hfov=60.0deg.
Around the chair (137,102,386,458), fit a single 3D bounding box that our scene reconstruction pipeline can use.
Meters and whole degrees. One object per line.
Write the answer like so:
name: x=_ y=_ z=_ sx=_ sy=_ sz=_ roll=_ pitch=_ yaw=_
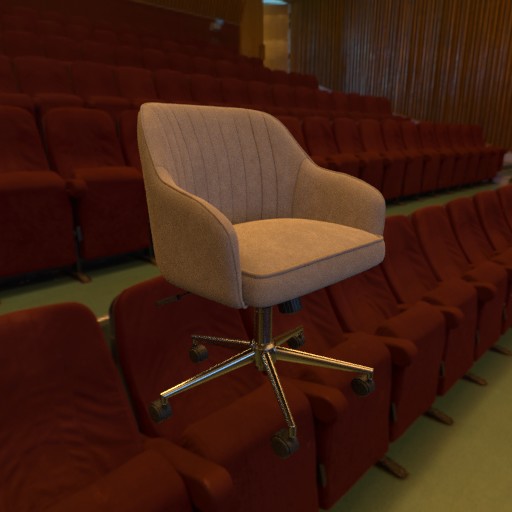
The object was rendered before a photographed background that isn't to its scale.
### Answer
chair: x=0.000 y=0.000 z=1.247 sx=0.573 sy=0.831 sz=0.635 roll=14 pitch=20 yaw=42
